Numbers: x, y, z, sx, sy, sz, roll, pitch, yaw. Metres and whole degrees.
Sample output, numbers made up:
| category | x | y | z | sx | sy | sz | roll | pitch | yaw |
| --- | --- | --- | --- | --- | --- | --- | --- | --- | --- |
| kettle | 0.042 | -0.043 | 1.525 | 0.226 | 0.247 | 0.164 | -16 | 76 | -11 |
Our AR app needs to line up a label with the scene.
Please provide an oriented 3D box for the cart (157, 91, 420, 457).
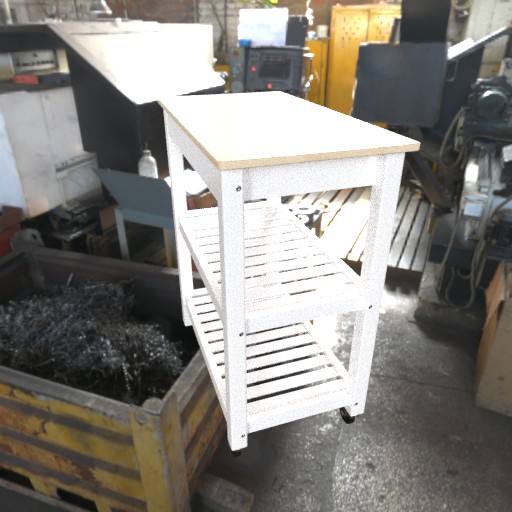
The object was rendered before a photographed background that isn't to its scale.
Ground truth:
| category | x | y | z | sx | sy | sz | roll | pitch | yaw |
| --- | --- | --- | --- | --- | --- | --- | --- | --- | --- |
| cart | 0.000 | 0.000 | 1.487 | 0.457 | 0.927 | 0.899 | -9 | 29 | -17 |
